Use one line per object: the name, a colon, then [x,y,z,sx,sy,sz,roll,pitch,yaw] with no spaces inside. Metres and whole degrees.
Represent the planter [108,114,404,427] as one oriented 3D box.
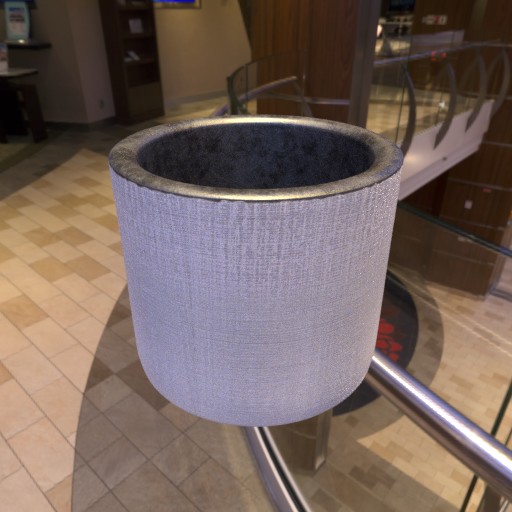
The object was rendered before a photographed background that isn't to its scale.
planter: [0.000,0.000,0.219,0.125,0.112,0.125,0,29,0]
